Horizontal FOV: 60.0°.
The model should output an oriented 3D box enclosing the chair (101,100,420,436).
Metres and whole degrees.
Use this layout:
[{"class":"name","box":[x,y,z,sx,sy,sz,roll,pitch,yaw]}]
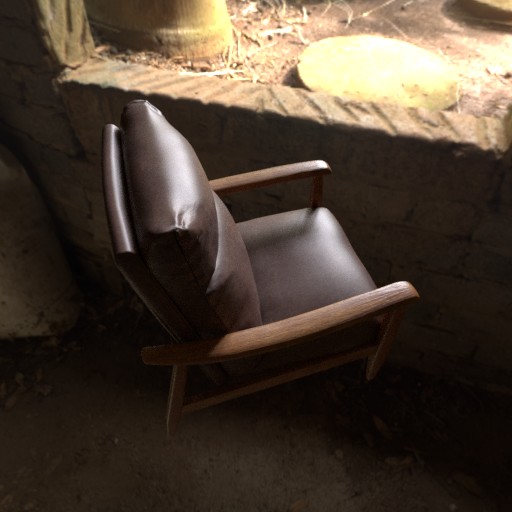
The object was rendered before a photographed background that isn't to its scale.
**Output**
[{"class":"chair","box":[0.000,0.000,1.503,0.830,0.897,0.782,-12,47,-11]}]
